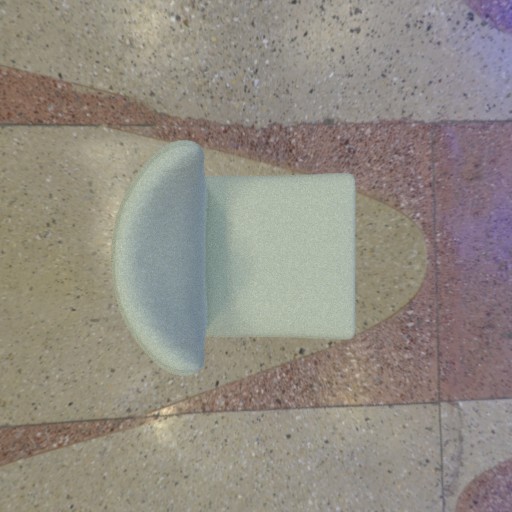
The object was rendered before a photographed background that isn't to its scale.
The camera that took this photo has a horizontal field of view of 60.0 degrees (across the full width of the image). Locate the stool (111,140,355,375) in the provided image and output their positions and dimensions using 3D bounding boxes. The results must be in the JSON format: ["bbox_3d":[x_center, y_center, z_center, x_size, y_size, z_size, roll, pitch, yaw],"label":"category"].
[{"bbox_3d":[0.000,0.000,1.379,0.568,1.069,0.479,0,91,0],"label":"stool"}]
